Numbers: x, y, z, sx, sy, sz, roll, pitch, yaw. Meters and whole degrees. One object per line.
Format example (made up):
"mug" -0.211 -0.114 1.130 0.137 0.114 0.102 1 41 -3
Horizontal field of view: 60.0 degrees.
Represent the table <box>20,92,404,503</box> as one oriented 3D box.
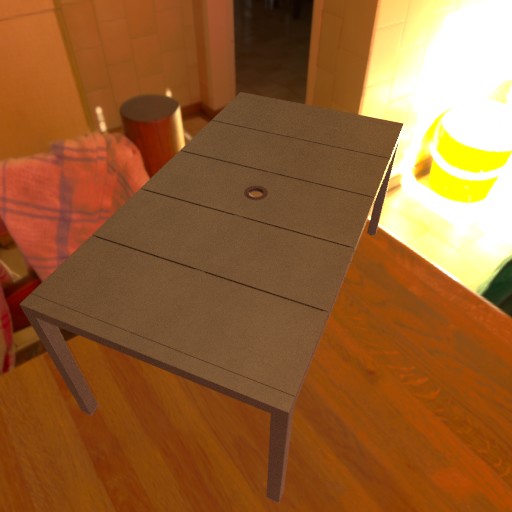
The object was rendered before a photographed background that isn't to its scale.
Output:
"table" 0.000 0.000 2.082 0.914 0.735 1.680 17 47 16
